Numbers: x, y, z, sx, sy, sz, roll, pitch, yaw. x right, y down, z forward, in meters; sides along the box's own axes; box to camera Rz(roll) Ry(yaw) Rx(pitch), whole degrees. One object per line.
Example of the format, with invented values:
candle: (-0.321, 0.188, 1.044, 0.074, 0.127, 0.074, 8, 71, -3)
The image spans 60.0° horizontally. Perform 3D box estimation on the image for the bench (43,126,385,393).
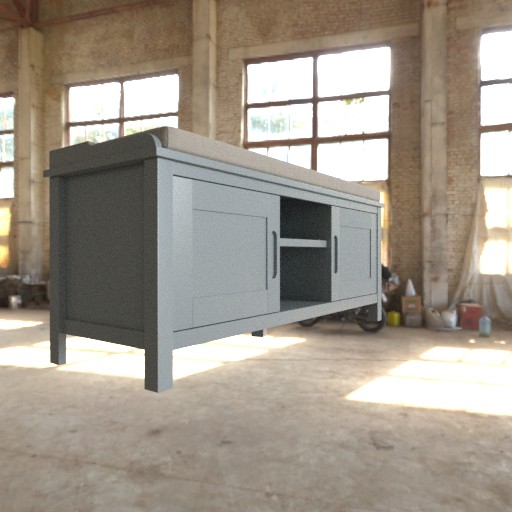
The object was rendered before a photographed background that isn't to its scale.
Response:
bench: (0.000, 0.000, 1.380, 0.398, 0.501, 1.140, 0, 0, 37)
